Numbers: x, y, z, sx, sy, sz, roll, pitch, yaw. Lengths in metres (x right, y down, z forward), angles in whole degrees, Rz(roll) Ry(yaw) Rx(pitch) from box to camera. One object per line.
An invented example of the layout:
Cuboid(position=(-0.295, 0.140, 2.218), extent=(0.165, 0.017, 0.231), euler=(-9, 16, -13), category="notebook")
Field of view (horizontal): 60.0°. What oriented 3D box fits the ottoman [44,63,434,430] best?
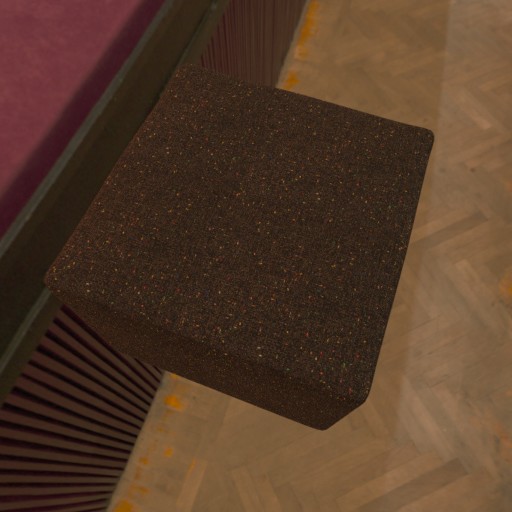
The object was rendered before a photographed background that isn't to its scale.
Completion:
Cuboid(position=(0.000, 0.000, 0.888), extent=(0.508, 0.432, 0.508), euler=(19, 65, 9), category="ottoman")
